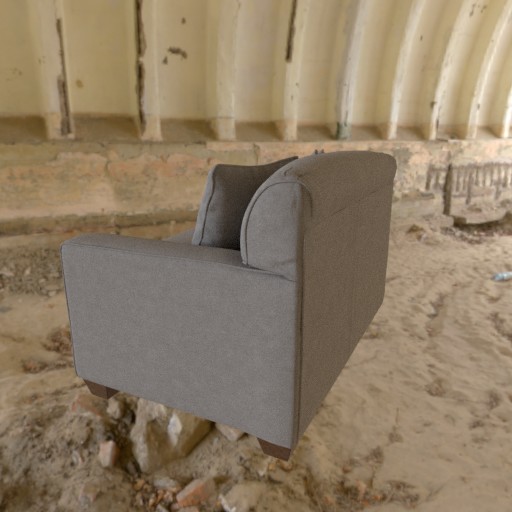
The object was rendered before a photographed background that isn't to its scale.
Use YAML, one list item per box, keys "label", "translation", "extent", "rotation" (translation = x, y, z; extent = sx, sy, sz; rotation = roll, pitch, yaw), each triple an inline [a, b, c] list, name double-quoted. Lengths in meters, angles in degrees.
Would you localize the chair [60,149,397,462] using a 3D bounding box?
- label: "chair"
  translation: [0.000, 0.000, 2.041]
  extent: [0.992, 0.953, 1.395]
  rotation: [8, 17, 25]
